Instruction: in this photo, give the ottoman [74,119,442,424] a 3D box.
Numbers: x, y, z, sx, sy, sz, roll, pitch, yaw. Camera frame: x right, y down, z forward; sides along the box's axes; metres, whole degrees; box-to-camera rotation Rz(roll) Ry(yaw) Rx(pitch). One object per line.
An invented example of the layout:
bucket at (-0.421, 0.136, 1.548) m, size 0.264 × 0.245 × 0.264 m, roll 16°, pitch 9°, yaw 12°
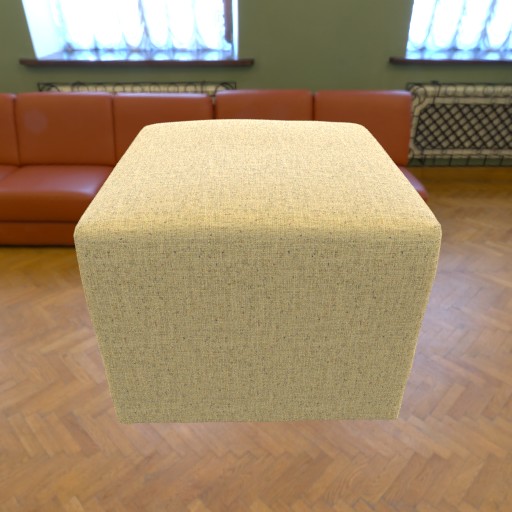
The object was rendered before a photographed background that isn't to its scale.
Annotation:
ottoman at (0.000, 0.000, 0.900) m, size 0.512 × 0.453 × 0.521 m, roll -1°, pitch 32°, yaw -1°
